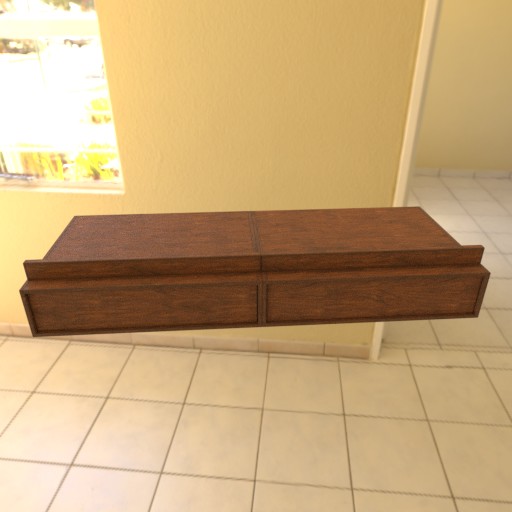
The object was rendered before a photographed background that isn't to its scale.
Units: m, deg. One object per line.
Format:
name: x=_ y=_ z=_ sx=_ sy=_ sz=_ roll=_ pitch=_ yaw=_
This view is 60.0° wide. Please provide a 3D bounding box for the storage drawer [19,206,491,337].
storage drawer: x=0.000 y=0.000 z=2.177 sx=1.914 sy=0.339 sz=0.774 roll=-2 pitch=28 yaw=-4
